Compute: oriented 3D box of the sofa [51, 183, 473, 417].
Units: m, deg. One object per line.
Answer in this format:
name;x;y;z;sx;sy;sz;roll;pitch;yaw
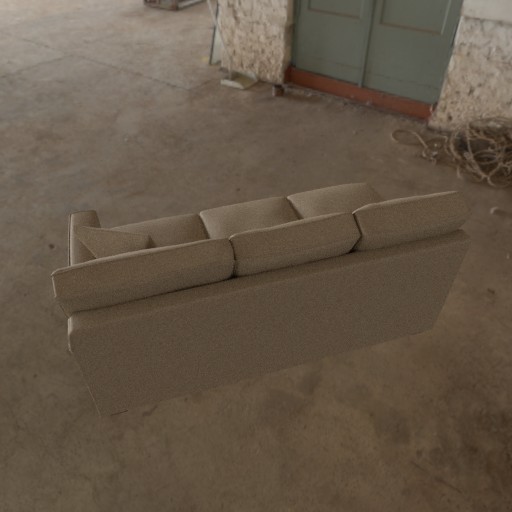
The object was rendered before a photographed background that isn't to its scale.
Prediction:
sofa;0.000;0.000;2.528;1.963;0.946;1.034;-12;44;-12
